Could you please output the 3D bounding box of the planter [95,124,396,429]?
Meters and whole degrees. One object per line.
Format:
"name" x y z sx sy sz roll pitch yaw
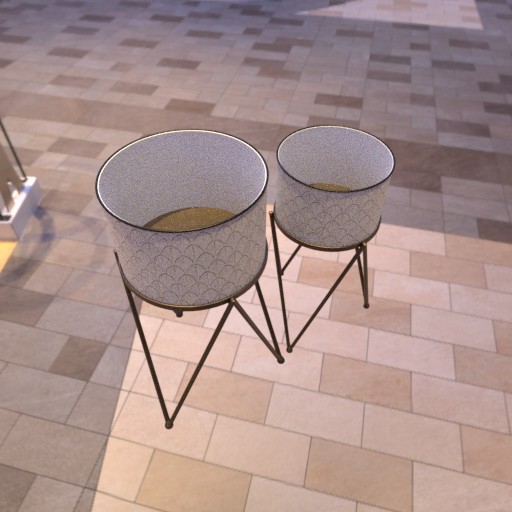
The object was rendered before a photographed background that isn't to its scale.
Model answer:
"planter" 0.000 0.000 1.197 0.769 0.712 0.413 -25 51 -22
